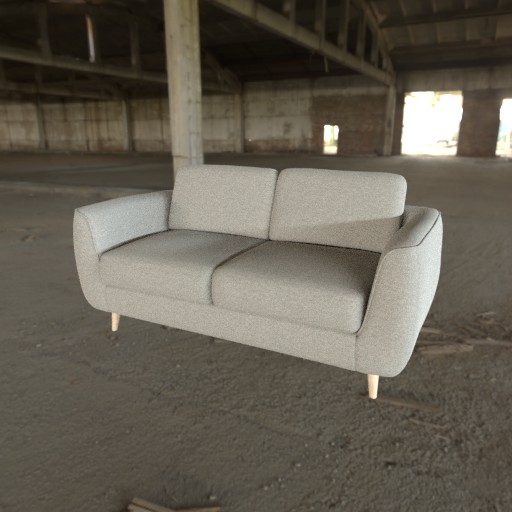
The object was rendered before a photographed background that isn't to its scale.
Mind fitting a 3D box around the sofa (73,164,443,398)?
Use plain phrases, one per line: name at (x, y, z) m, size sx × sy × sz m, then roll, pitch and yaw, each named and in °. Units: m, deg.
sofa at (0.000, 0.000, 2.249) m, size 1.700 × 0.850 × 0.920 m, roll 8°, pitch 17°, yaw 26°
